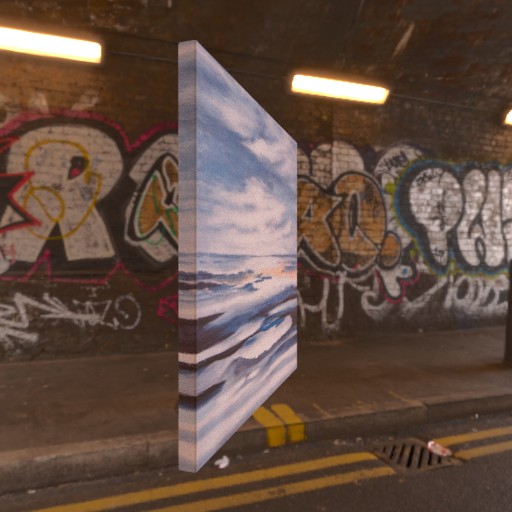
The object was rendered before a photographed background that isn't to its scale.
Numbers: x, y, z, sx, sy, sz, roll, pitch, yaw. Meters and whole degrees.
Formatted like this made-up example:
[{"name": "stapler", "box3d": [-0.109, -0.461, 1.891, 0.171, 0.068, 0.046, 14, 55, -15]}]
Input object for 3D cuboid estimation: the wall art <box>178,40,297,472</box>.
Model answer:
[{"name": "wall art", "box3d": [0.000, 0.000, 1.120, 0.035, 0.747, 0.747, 0, 0, 19]}]
